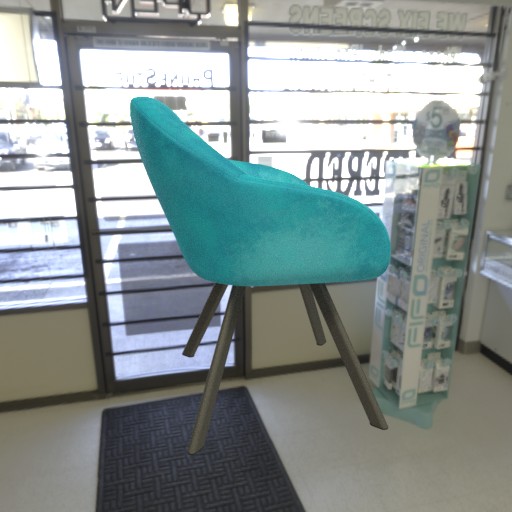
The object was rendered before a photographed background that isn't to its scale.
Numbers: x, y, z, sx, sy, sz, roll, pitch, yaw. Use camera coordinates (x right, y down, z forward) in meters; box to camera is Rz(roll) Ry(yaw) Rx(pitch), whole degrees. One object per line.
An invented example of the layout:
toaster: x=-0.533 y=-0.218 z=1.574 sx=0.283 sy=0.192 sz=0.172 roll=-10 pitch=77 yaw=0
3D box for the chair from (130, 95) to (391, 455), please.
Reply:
chair: x=0.000 y=0.000 z=1.176 sx=0.590 sy=0.795 sz=0.550 roll=-3 pitch=17 yaw=-10
